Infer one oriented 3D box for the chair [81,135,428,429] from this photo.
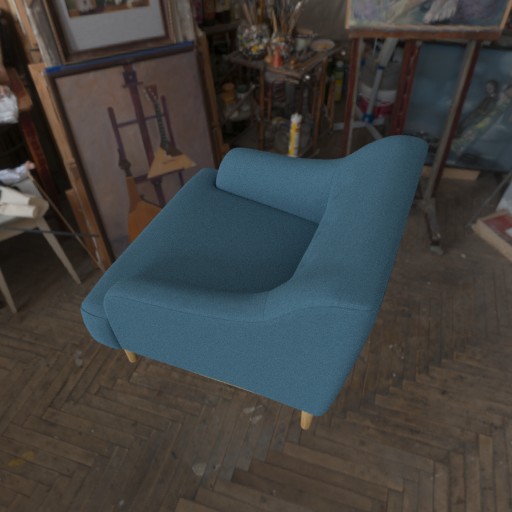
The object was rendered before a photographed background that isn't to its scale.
[{"bbox_3d":[0.000,0.000,1.658,0.951,0.818,0.946,17,48,16],"label":"chair"}]
